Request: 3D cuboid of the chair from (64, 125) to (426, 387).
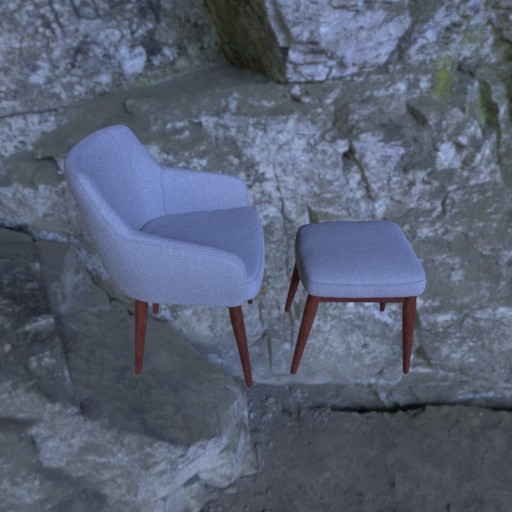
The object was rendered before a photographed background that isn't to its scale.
[{"bbox_3d":[0.000,0.000,1.541,1.107,0.799,0.584,0,33,0],"label":"chair"}]
